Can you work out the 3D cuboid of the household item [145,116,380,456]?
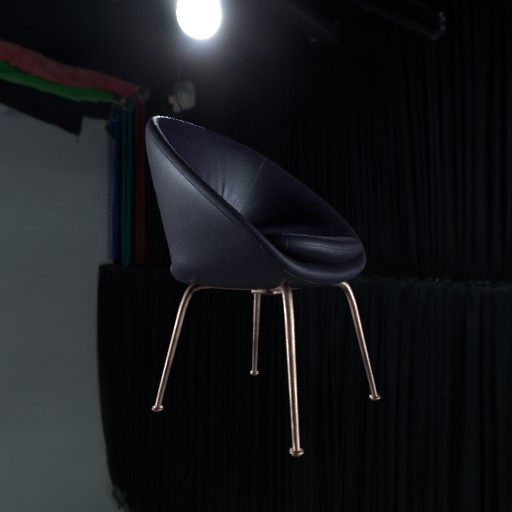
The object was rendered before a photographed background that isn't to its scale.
[{"bbox_3d":[0.000,0.000,1.286,0.573,0.852,0.623,0,1,37],"label":"household item"}]
